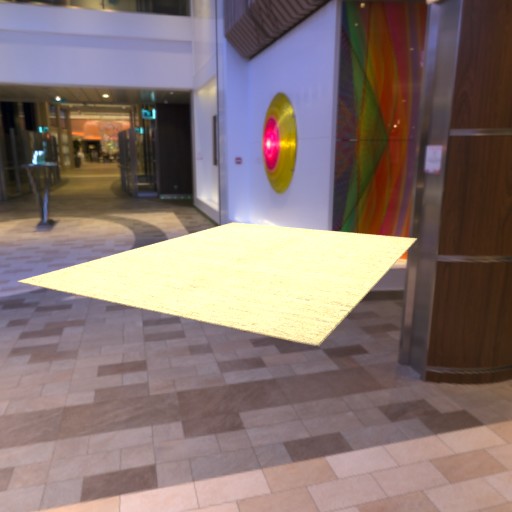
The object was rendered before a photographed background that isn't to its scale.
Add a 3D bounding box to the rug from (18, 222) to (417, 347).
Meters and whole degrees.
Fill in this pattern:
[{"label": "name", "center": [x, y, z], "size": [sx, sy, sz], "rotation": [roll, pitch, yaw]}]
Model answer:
[{"label": "rug", "center": [0.000, 0.000, 4.211], "size": [2.437, 0.014, 3.201], "rotation": [7, 15, 27]}]
